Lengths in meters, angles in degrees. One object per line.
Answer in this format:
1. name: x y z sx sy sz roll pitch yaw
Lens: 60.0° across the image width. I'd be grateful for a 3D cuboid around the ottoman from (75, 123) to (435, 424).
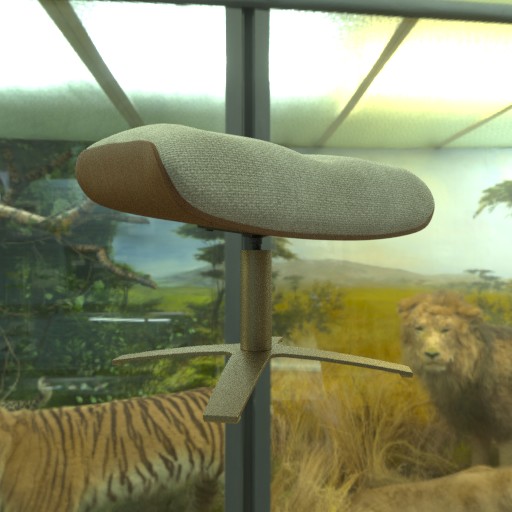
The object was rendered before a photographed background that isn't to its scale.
1. ottoman: 0.000 0.000 0.773 0.520 0.391 0.394 0 0 -36
